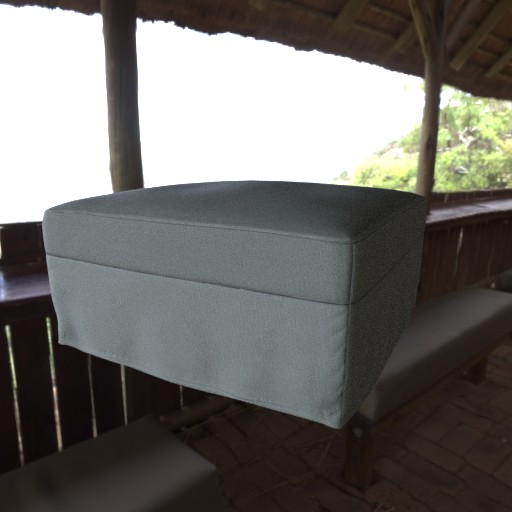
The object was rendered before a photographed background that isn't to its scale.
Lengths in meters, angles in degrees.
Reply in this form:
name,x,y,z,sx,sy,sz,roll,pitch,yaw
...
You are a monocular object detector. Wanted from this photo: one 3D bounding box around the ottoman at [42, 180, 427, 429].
name,x,y,z,sx,sy,sz,roll,pitch,yaw
ottoman,0.000,0.000,1.322,0.843,0.441,0.842,7,16,28
